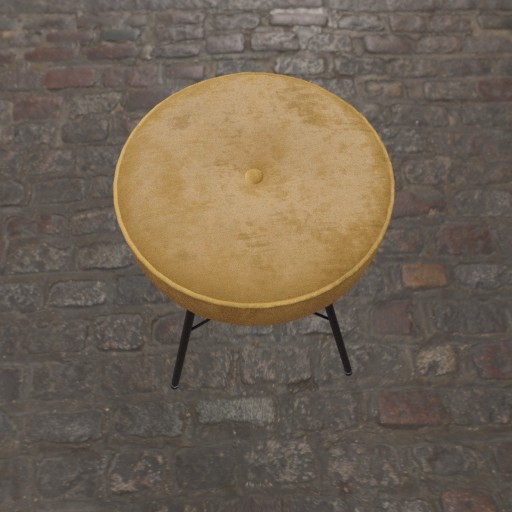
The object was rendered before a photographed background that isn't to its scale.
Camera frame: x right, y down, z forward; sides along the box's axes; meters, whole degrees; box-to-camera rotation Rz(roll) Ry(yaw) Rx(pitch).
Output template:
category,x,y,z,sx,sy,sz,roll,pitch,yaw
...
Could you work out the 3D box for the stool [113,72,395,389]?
category,x,y,z,sx,sy,sz,roll,pitch,yaw
stool,0.000,0.000,0.924,0.472,0.595,0.438,-2,65,-1
